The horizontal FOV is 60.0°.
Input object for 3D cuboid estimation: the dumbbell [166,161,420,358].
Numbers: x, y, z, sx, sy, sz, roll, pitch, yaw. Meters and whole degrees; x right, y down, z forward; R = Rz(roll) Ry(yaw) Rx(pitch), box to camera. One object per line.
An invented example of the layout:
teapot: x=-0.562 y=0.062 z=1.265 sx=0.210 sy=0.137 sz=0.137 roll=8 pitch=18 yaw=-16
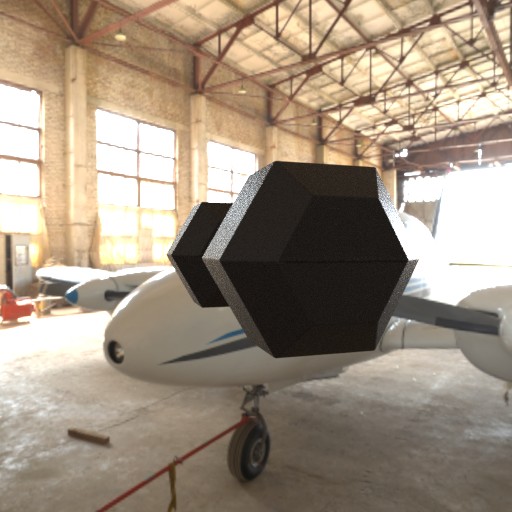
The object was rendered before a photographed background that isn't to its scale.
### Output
dumbbell: x=0.000 y=0.000 z=0.430 sx=0.141 sy=0.123 sz=0.356 roll=0 pitch=1 yaw=-17
